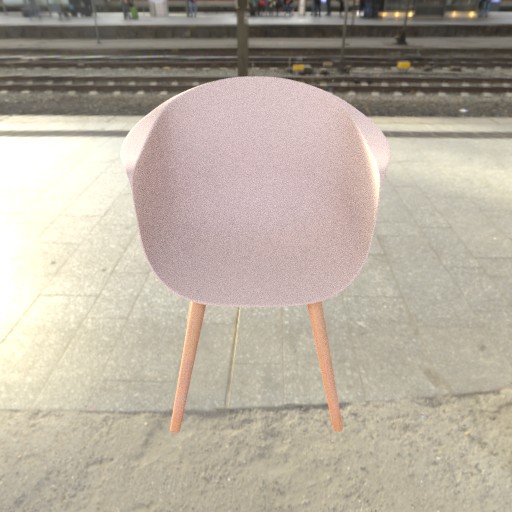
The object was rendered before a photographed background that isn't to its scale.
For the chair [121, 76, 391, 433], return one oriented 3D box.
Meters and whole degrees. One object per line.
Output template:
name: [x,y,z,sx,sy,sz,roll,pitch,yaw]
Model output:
chair: [0.000,0.000,1.126,0.593,0.781,0.504,0,31,0]
